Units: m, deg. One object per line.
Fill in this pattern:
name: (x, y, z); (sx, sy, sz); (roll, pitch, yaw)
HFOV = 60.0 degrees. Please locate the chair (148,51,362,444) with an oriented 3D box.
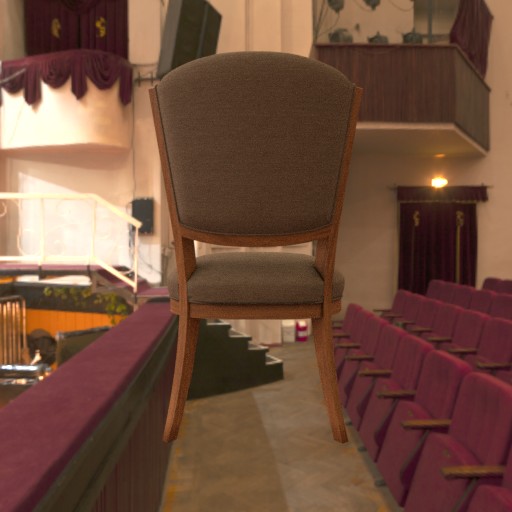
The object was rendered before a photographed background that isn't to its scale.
chair: (0.000, 0.000, 1.241); (0.513, 0.905, 0.584); (0, 1, 1)
